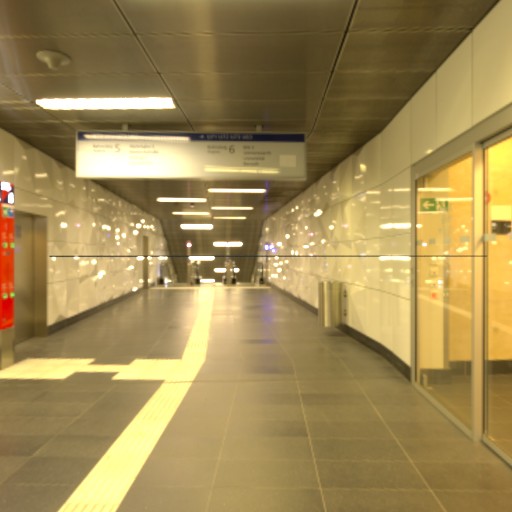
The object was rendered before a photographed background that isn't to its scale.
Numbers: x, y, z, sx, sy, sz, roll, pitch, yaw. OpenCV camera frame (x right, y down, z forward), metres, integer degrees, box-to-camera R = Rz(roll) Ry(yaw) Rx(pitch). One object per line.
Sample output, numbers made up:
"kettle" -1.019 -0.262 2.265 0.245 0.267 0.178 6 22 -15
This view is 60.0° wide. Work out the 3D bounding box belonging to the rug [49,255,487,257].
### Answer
"rug" 0.000 0.000 2.302 1.819 0.005 1.200 0 0 -18
